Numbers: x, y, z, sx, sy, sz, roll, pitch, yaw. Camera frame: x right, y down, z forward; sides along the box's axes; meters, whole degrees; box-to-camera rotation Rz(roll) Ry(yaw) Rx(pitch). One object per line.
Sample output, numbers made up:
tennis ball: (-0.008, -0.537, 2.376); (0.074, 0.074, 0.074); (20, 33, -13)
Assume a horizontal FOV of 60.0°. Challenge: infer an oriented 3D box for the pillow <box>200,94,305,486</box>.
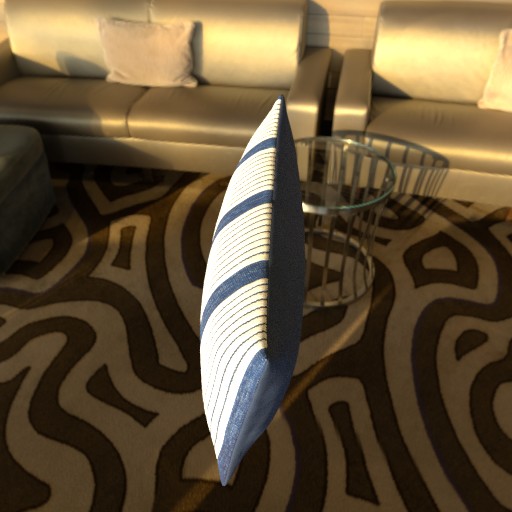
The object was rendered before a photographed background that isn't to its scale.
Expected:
pillow: (0.000, 0.000, 0.722); (0.156, 0.292, 0.608); (2, 42, 3)
